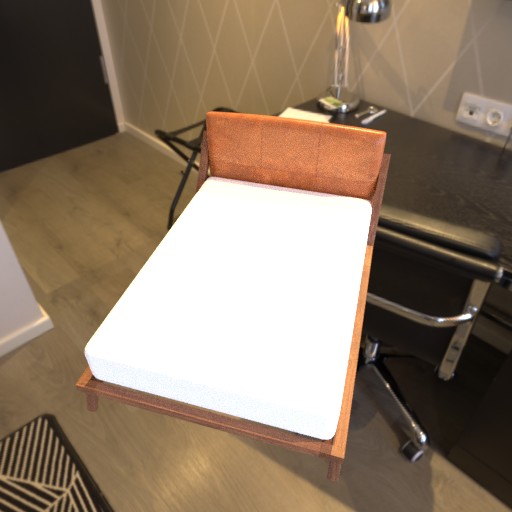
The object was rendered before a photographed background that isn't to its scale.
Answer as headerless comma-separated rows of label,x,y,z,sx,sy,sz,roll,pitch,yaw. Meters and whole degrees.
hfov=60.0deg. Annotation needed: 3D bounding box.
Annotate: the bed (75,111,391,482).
bed,0.000,0.000,3.214,1.651,1.168,2.311,11,41,12
